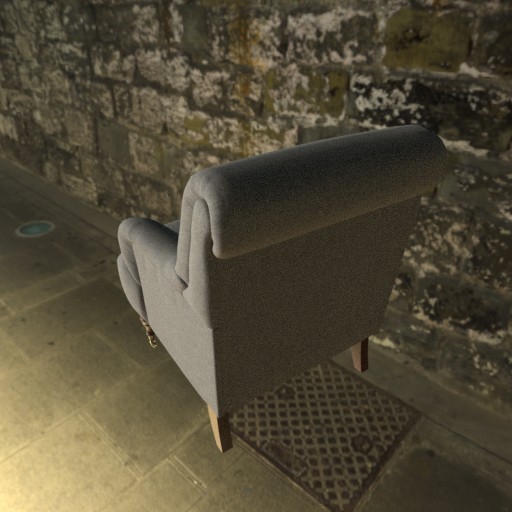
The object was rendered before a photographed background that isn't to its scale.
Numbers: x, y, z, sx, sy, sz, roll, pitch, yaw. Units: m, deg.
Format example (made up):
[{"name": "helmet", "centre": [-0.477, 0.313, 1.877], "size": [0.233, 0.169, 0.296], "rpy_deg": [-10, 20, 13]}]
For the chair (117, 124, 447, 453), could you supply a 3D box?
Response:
[{"name": "chair", "centre": [0.000, 0.000, 1.522], "size": [0.766, 0.942, 0.843], "rpy_deg": [-19, 35, -29]}]
